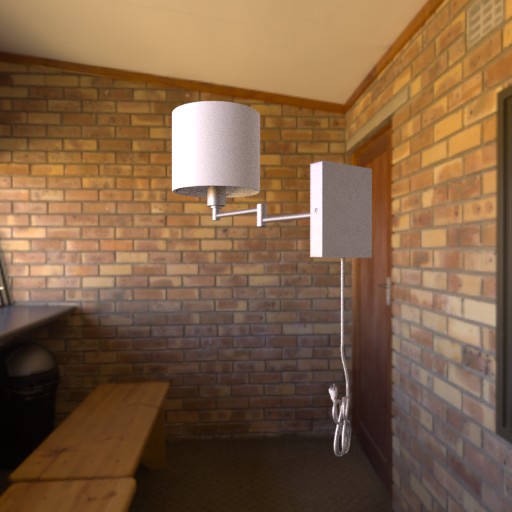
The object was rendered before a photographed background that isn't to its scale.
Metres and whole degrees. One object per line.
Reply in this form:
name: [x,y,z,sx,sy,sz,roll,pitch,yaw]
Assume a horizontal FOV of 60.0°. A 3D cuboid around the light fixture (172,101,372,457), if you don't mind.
light fixture: [0.000,0.000,0.907,0.203,0.651,0.516,0,0,-36]
